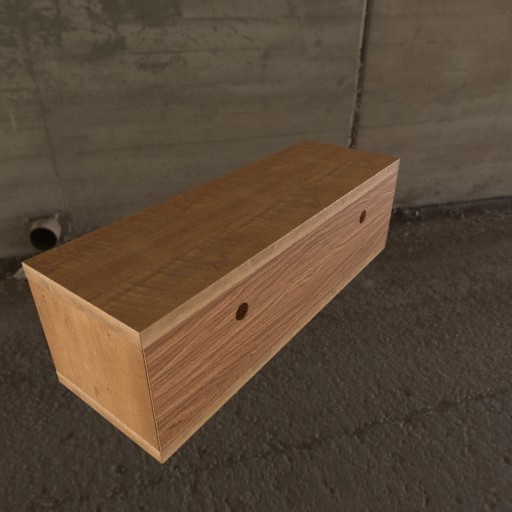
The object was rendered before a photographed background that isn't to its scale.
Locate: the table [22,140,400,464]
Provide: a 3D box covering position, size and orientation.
[{"bbox_3d":[0.000,0.000,1.740,0.499,0.491,1.499,21,37,31],"label":"table"}]
